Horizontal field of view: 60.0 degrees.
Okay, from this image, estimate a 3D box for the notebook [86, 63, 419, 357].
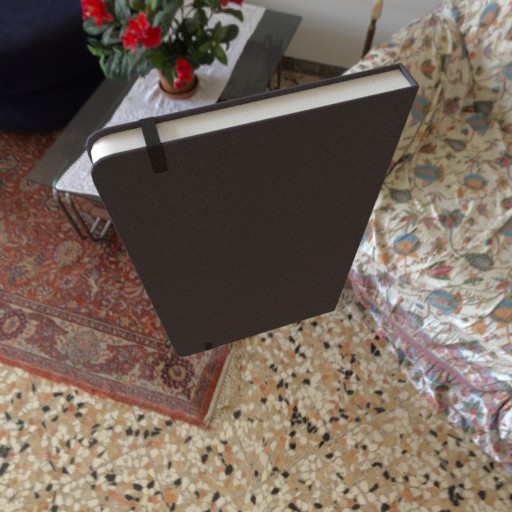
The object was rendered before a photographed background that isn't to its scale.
[{"bbox_3d":[0.000,0.000,0.254,0.127,0.213,0.016,-16,61,-9],"label":"notebook"}]
